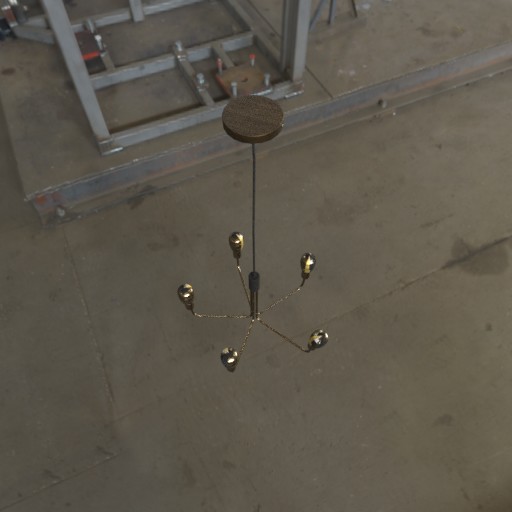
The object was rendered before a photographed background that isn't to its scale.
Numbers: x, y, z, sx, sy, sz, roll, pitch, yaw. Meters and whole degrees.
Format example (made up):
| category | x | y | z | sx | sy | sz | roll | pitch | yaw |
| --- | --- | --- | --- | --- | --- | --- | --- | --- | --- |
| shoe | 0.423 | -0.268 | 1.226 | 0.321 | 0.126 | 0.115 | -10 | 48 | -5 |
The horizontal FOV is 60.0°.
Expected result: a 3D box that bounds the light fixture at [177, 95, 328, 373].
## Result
| category | x | y | z | sx | sy | sz | roll | pitch | yaw |
| --- | --- | --- | --- | --- | --- | --- | --- | --- | --- |
| light fixture | 0.000 | 0.000 | 1.395 | 0.588 | 1.059 | 0.532 | 17 | 59 | 10 |
